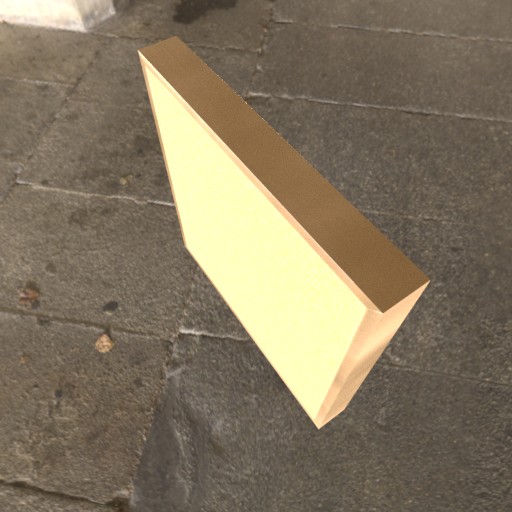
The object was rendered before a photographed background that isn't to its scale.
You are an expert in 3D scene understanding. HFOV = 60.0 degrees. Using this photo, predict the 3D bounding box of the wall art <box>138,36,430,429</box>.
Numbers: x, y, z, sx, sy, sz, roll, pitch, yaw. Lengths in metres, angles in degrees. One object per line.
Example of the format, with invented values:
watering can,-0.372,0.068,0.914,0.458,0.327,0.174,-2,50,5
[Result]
wall art,0.000,0.000,0.449,0.038,0.303,0.305,-30,62,-18
